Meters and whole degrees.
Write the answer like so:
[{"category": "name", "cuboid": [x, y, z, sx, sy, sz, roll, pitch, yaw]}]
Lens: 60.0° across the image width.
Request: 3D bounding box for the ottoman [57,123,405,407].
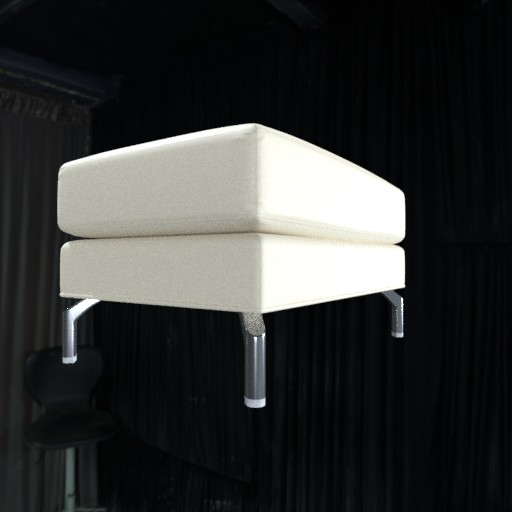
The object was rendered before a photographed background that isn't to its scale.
[{"category": "ottoman", "cuboid": [0.000, 0.000, 1.205, 0.581, 0.497, 0.835, 0, 0, 35]}]
